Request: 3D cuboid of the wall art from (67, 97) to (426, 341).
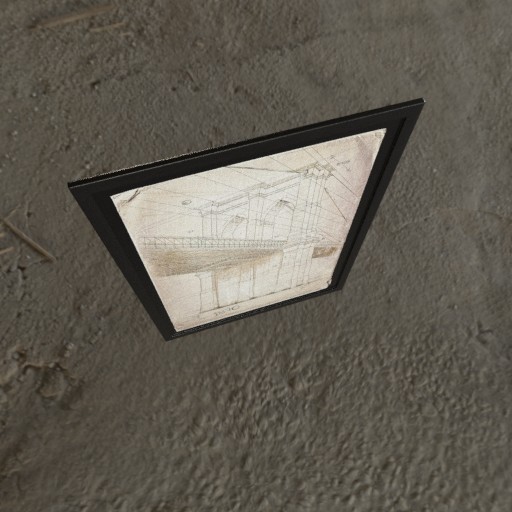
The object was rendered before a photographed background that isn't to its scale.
[{"bbox_3d":[0.000,0.000,1.272,0.707,0.967,0.013,-15,64,-8],"label":"wall art"}]
